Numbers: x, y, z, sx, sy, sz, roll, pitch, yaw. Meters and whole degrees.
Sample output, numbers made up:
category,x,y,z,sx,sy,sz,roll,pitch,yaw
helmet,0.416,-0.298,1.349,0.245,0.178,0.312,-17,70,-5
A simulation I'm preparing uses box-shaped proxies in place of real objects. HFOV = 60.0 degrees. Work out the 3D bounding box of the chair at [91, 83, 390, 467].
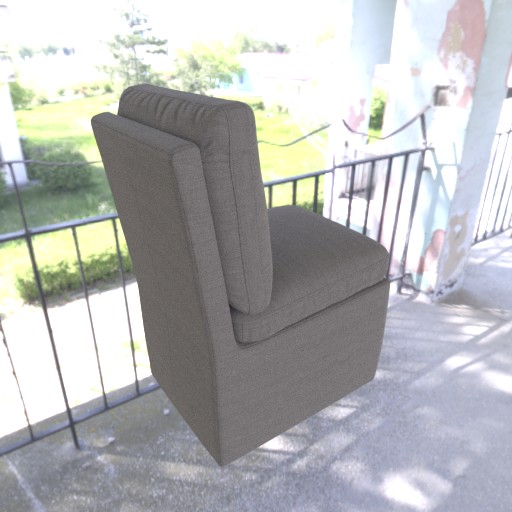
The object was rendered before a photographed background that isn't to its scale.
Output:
category,x,y,z,sx,sy,sz,roll,pitch,yaw
chair,0.000,0.000,1.289,0.698,0.927,0.503,-17,31,-31
